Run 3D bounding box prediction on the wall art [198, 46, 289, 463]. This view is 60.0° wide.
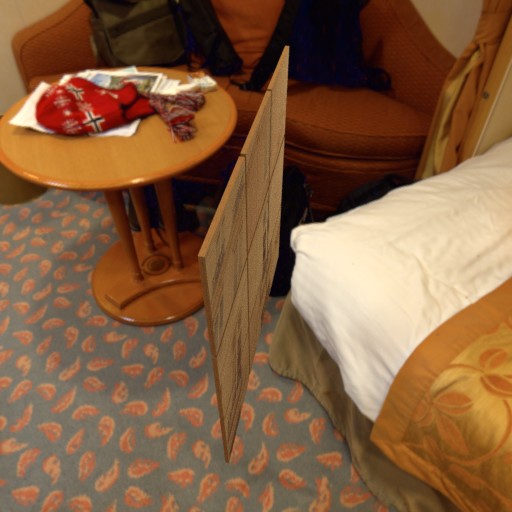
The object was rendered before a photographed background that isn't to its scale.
[{"bbox_3d":[0.000,0.000,1.360,0.018,0.913,0.915,8,46,8],"label":"wall art"}]
